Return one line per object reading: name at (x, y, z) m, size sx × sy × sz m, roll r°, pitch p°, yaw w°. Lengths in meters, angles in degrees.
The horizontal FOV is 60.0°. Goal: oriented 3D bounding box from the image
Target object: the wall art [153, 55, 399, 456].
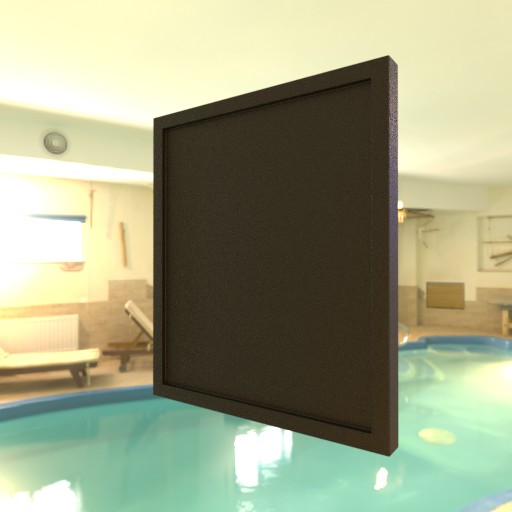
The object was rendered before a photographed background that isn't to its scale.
wall art at (0.000, 0.000, 0.525) m, size 0.328 × 0.381 × 0.028 m, roll 0°, pitch 0°, yaw 35°
